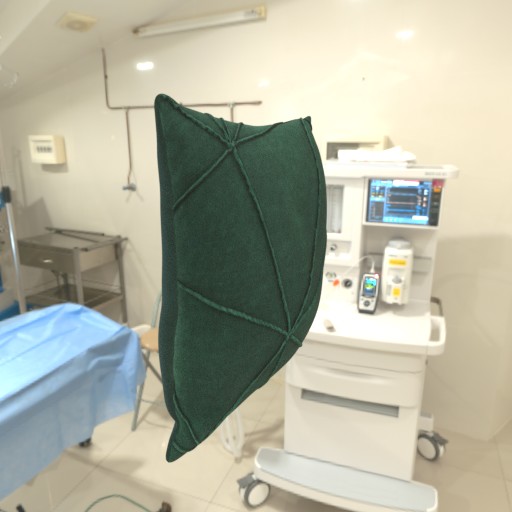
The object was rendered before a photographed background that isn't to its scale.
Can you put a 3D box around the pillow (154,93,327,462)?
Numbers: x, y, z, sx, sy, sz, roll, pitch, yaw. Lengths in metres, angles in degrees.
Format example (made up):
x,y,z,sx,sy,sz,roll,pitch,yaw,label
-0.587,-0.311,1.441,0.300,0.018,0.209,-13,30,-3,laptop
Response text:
x,y,z,sx,sy,sz,roll,pitch,yaw,label
0.000,0.000,0.681,0.184,0.440,0.439,8,17,27,pillow
